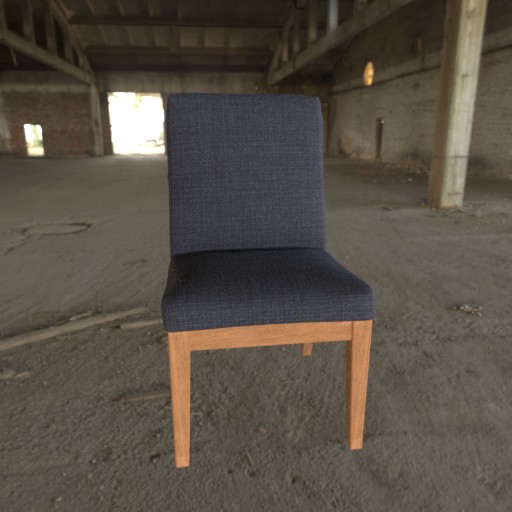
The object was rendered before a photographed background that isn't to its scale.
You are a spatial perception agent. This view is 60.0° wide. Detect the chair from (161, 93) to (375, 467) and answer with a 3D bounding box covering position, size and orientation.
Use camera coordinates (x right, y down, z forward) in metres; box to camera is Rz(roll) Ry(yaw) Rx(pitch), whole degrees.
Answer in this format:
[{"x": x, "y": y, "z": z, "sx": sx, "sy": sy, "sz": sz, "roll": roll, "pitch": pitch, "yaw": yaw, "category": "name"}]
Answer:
[{"x": 0.000, "y": 0.000, "z": 1.262, "sx": 0.507, "sy": 0.911, "sz": 0.586, "roll": -2, "pitch": 16, "yaw": -8, "category": "chair"}]
